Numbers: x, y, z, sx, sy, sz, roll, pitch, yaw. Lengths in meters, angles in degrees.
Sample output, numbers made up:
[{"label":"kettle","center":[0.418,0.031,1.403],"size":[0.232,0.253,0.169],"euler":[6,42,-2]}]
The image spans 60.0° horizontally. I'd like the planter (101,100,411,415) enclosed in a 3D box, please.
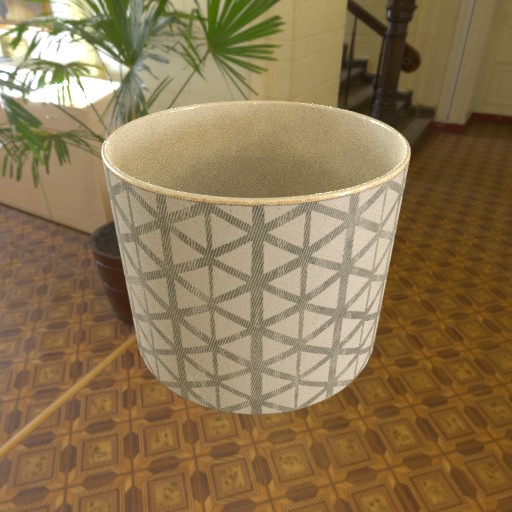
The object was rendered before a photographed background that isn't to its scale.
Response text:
[{"label":"planter","center":[0.000,0.000,0.436],"size":[0.250,0.239,0.250],"euler":[0,33,0]}]
